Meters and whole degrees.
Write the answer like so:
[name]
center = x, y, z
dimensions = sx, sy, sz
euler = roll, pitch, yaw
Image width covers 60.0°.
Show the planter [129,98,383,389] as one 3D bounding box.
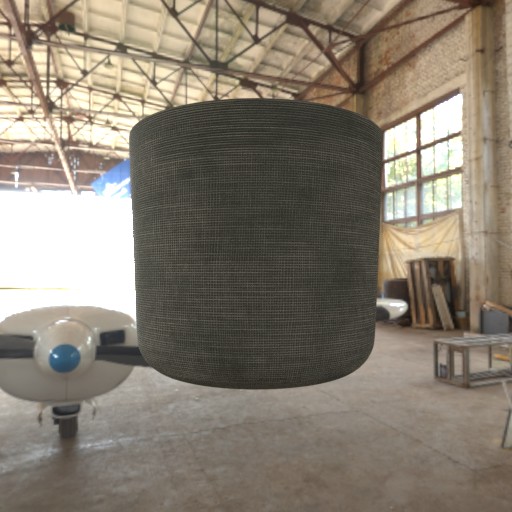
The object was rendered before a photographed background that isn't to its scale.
[planter]
center = 0.000, 0.000, 0.791
dimensions = 0.440, 0.398, 0.440
euler = 0, -2, 0
